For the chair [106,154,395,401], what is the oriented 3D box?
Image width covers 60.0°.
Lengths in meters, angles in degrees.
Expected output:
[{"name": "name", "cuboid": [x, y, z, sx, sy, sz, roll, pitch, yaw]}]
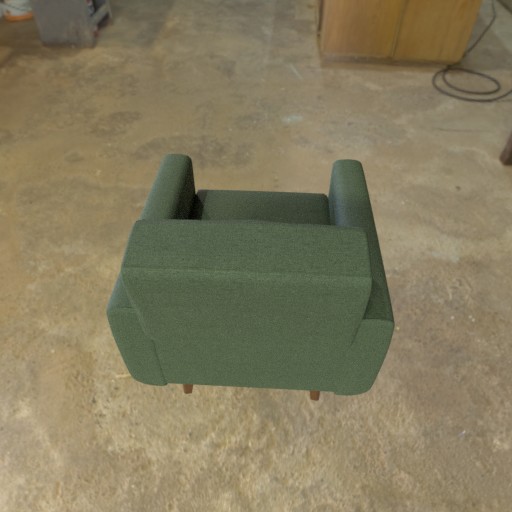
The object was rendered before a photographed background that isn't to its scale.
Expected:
[{"name": "chair", "cuboid": [0.000, 0.000, 1.593, 0.831, 0.841, 0.909, 2, 45, 2]}]
